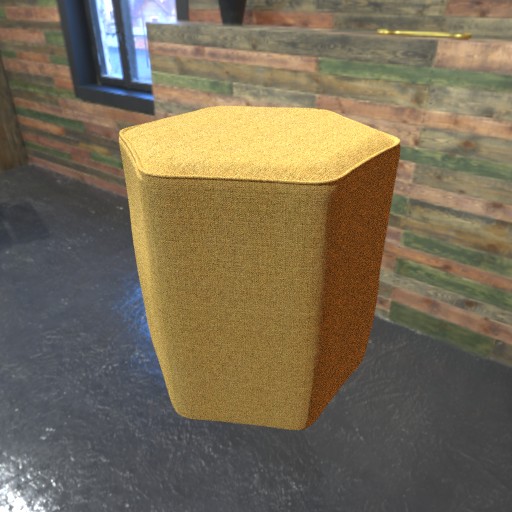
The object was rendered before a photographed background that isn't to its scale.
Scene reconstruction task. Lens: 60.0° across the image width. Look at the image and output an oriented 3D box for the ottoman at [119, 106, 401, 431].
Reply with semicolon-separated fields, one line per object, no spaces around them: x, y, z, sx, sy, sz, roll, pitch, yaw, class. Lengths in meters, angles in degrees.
0.000;0.000;0.883;0.443;0.502;0.494;21;36;32;ottoman
